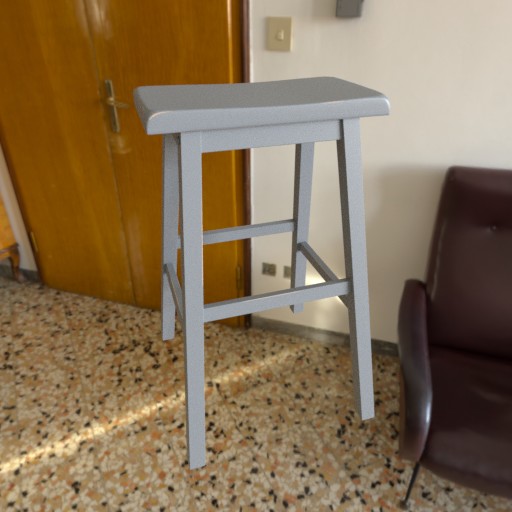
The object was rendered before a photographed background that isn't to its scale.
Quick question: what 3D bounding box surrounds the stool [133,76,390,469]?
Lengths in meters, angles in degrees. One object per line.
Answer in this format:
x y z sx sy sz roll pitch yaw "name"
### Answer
0.000 0.000 1.037 0.457 0.737 0.476 -9 32 -15 "stool"
